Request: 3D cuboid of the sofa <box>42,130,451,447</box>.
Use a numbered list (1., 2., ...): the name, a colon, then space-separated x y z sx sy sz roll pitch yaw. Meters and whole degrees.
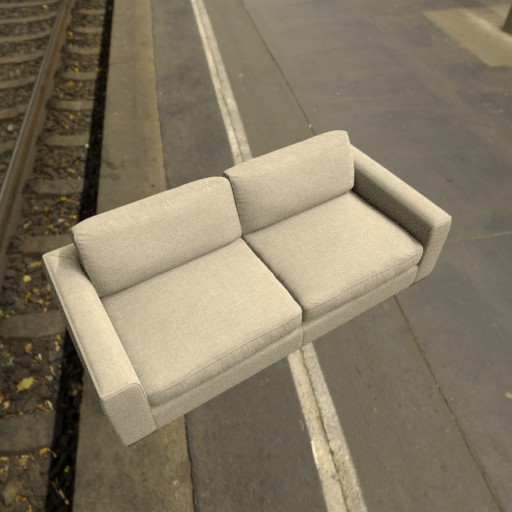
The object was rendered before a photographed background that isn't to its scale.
1. sofa: 0.000 0.000 2.721 2.262 0.801 1.070 -25 51 -21
